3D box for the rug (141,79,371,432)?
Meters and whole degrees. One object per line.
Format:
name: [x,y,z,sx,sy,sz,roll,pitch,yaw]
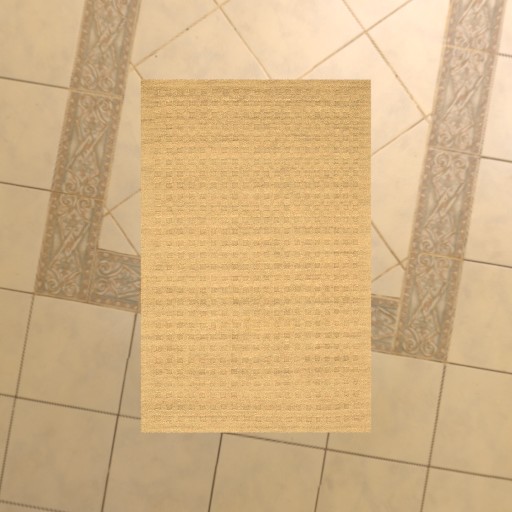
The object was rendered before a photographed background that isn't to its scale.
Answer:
rug: [0.000,0.000,2.202,1.142,0.006,1.752,0,90,0]
